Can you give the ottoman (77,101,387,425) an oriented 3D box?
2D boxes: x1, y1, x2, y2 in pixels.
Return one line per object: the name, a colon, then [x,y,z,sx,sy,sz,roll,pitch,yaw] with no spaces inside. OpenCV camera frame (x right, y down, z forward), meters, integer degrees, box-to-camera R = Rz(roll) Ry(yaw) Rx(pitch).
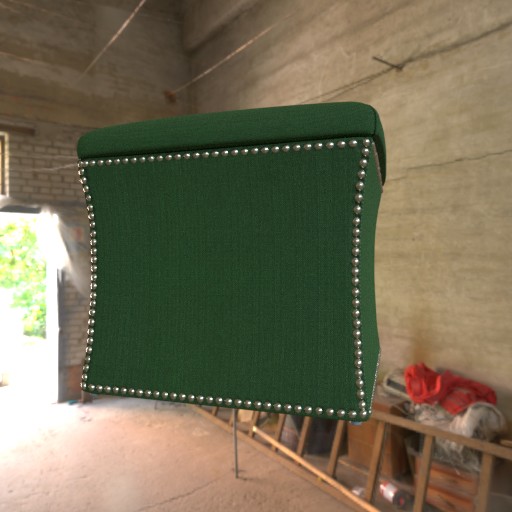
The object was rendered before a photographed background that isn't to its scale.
ottoman: [0.000,0.000,0.895,0.507,0.475,0.497,0,0,17]
